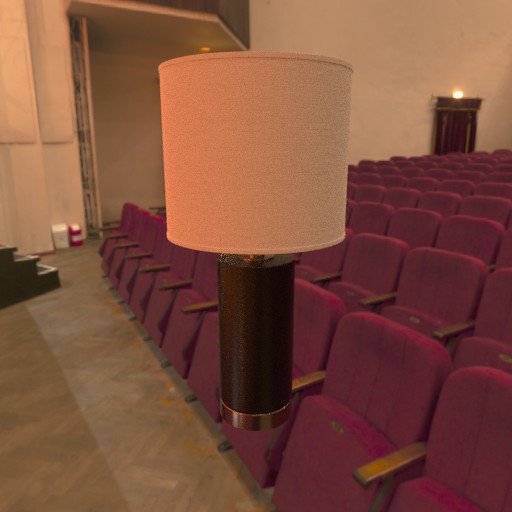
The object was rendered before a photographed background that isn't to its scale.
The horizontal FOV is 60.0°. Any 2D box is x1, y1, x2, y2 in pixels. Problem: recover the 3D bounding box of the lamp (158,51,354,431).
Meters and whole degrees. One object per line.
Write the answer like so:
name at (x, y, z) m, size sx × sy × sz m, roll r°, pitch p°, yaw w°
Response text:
lamp at (0.000, 0.000, 0.618) m, size 0.241 × 0.482 × 0.240 m, roll -7°, pitch 16°, yaw -27°
